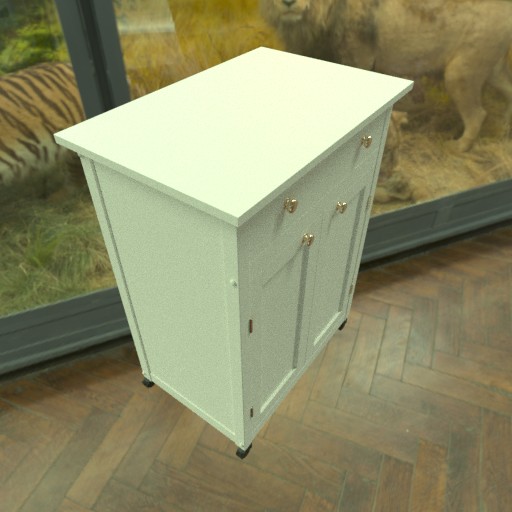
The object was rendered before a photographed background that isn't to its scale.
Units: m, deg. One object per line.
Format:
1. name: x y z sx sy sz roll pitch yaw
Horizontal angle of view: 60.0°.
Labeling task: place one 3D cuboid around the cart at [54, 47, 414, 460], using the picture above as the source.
1. cart: 0.000 0.000 1.226 0.442 0.864 0.683 26 48 26
